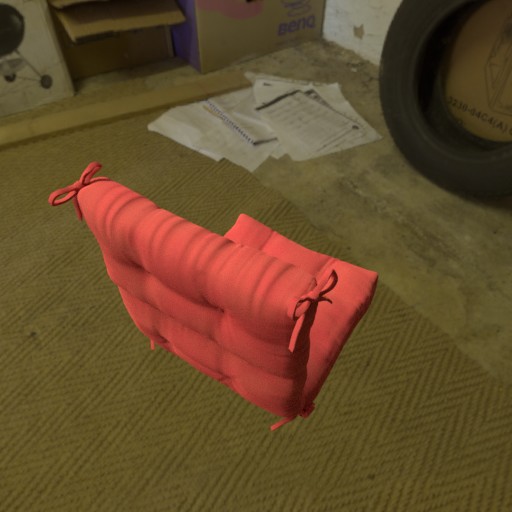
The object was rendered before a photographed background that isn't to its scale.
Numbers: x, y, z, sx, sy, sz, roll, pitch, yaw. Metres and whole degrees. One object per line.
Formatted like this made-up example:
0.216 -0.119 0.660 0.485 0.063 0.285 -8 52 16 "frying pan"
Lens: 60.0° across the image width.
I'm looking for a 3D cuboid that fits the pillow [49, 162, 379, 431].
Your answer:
0.000 0.000 1.023 0.519 0.605 0.571 25 53 21 "pillow"
